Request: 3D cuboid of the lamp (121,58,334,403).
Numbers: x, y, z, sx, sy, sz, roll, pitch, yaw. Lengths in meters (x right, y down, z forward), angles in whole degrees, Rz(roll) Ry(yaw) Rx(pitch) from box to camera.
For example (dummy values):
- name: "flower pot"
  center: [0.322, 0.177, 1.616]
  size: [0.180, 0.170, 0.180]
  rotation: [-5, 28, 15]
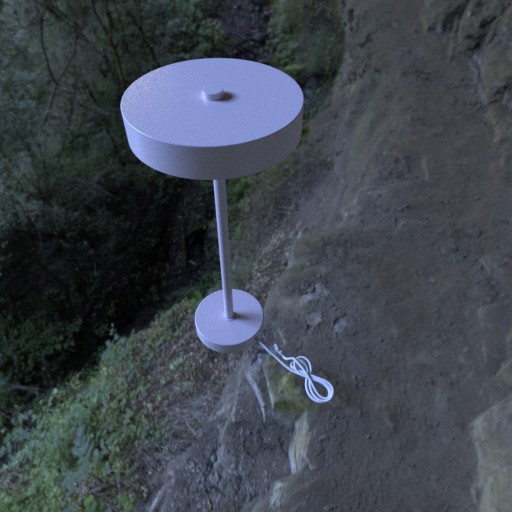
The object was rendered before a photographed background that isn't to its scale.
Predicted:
- name: "lamp"
  center: [0.000, 0.000, 0.705]
  size: [0.369, 0.508, 0.229]
  rotation: [31, 54, 26]
